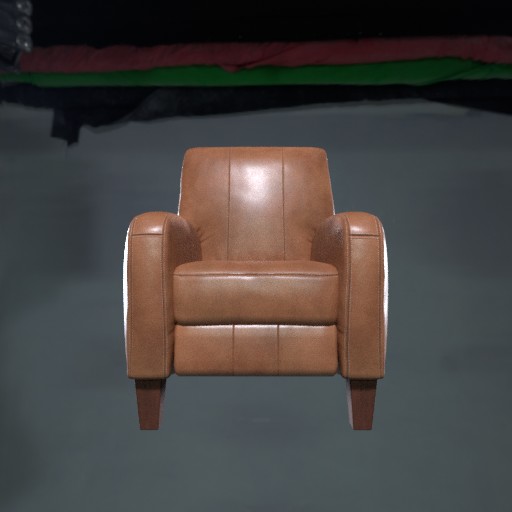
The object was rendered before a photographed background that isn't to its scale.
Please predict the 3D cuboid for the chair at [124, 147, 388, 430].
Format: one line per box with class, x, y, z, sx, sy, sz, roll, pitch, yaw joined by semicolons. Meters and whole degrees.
chair;0.000;0.000;1.684;0.762;0.990;0.990;0;0;0
